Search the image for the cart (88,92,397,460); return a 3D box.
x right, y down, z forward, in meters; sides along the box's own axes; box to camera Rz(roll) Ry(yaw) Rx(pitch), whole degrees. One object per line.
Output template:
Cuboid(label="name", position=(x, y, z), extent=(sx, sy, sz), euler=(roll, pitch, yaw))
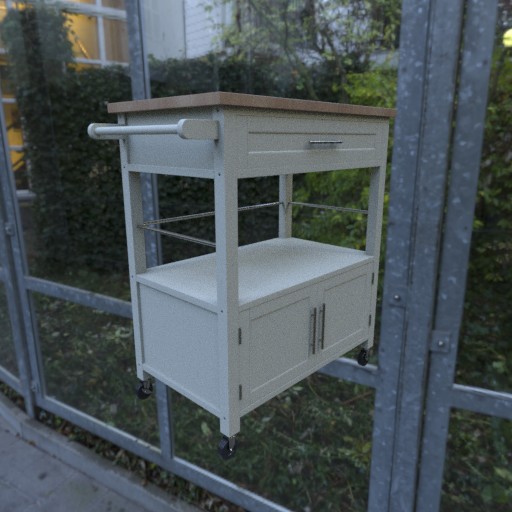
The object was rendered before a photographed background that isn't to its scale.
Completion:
Cuboid(label="cart", position=(0.000, 0.000, 1.402), extent=(0.459, 0.901, 0.840), euler=(14, 20, 42))
